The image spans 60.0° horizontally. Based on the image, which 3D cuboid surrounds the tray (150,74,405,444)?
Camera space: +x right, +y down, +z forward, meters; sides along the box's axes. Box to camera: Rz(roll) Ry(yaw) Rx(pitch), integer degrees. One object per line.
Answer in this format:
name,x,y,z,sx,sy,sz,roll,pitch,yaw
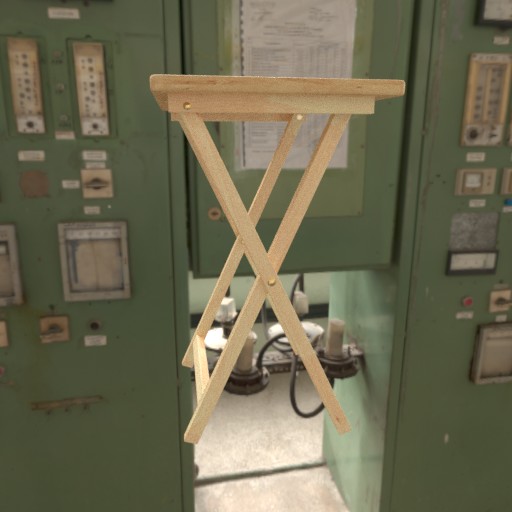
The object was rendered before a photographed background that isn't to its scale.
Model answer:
tray,0.000,0.000,0.952,0.381,0.660,0.483,-3,15,-10
